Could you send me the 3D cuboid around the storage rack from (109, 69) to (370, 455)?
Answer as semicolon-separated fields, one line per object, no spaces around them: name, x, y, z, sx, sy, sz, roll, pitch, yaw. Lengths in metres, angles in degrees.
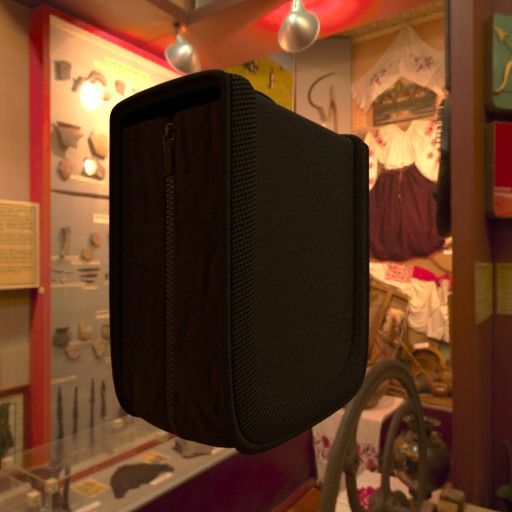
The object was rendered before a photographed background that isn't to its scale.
storage rack;0.000;0.000;0.531;0.168;0.387;0.297;0;0;37
